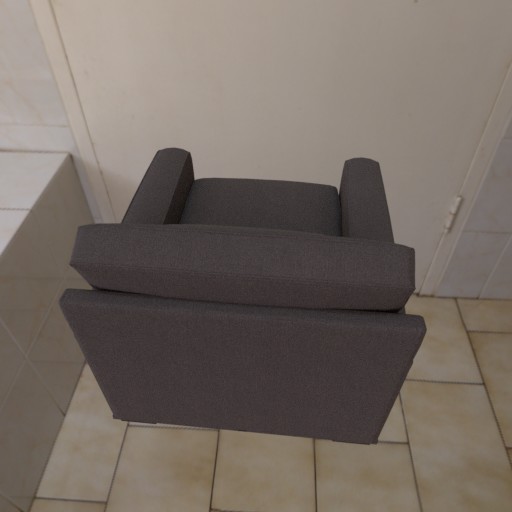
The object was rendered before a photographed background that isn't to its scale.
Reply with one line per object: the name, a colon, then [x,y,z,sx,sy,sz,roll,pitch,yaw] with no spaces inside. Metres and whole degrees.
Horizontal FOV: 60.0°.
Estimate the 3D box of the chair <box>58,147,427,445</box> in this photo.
chair: [0.000,0.000,1.731,0.997,0.913,1.043,4,45,4]
